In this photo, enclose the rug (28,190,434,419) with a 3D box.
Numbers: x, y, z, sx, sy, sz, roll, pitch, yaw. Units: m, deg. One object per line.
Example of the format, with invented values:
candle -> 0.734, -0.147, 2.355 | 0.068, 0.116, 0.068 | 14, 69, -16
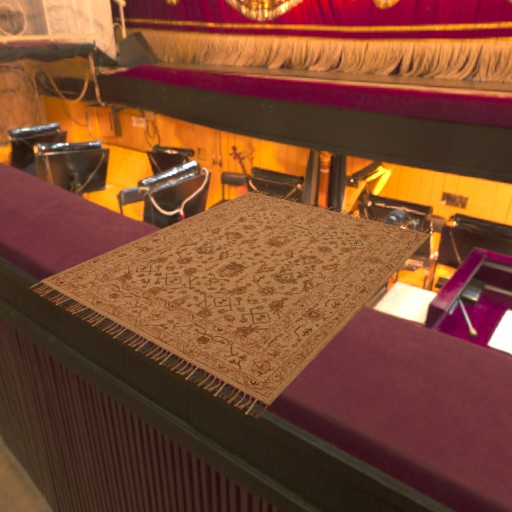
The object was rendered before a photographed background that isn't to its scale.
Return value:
rug -> 0.000, 0.000, 2.255 | 1.278, 0.009, 1.726 | 18, 32, 32
